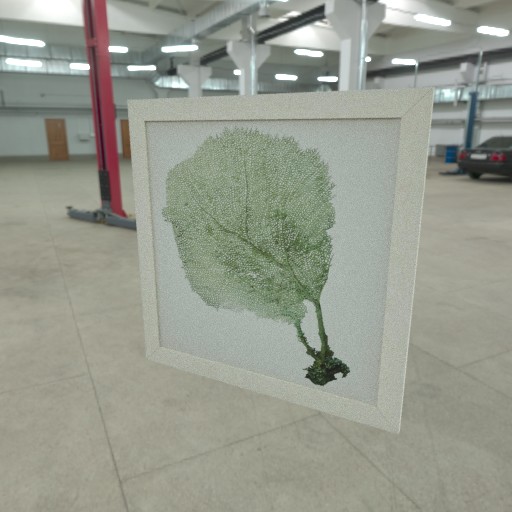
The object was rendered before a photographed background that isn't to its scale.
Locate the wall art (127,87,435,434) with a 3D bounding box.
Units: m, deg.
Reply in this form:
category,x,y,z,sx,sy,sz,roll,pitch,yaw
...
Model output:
category,x,y,z,sx,sy,sz,roll,pitch,yaw
wall art,0.000,0.000,0.855,0.584,0.584,0.013,8,18,27
